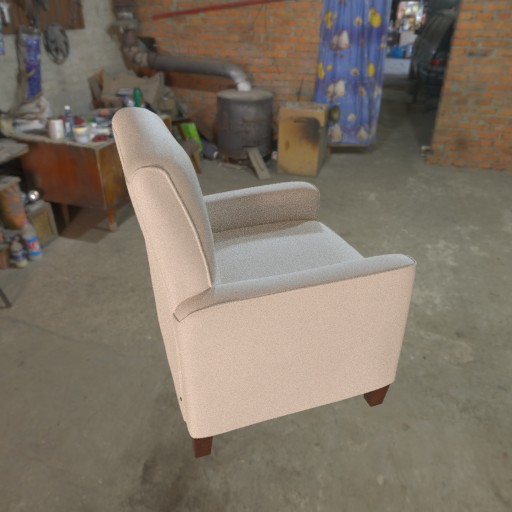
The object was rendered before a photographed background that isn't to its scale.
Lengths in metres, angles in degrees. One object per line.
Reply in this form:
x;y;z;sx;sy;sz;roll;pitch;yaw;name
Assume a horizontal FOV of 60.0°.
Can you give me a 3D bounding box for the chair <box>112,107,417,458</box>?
0.000;0.000;1.628;0.858;1.028;0.841;-10;30;-17;chair
